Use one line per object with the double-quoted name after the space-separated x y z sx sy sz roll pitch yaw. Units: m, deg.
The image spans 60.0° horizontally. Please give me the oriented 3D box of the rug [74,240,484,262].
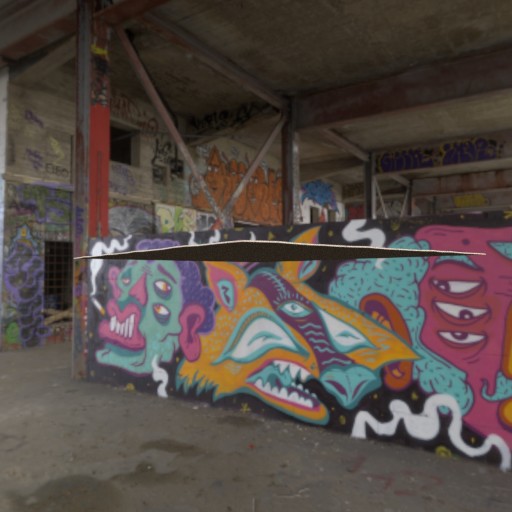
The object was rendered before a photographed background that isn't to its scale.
0.000 0.000 4.108 2.468 0.022 3.061 2 -3 -37 "rug"
